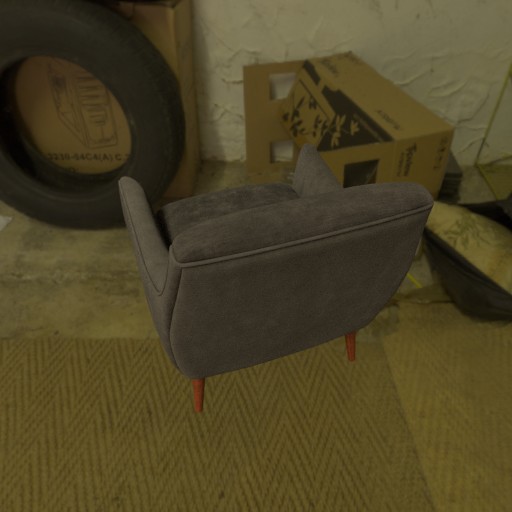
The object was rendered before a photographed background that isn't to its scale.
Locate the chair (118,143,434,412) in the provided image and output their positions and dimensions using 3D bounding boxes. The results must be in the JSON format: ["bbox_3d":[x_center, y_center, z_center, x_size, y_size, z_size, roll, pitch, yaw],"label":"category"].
[{"bbox_3d":[0.000,0.000,1.472,0.762,0.838,0.787,-14,44,-15],"label":"chair"}]
